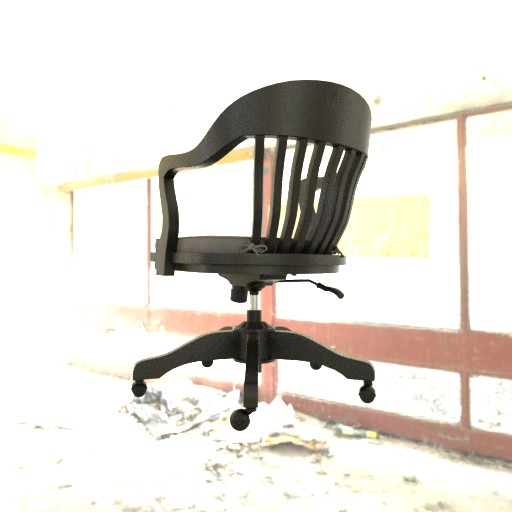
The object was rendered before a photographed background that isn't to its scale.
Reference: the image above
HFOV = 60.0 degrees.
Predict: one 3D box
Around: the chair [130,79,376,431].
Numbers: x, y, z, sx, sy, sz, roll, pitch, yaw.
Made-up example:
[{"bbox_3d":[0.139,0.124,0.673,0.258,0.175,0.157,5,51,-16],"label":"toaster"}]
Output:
[{"bbox_3d":[0.000,0.000,1.463,0.750,0.878,0.788,1,-2,-35],"label":"chair"}]
